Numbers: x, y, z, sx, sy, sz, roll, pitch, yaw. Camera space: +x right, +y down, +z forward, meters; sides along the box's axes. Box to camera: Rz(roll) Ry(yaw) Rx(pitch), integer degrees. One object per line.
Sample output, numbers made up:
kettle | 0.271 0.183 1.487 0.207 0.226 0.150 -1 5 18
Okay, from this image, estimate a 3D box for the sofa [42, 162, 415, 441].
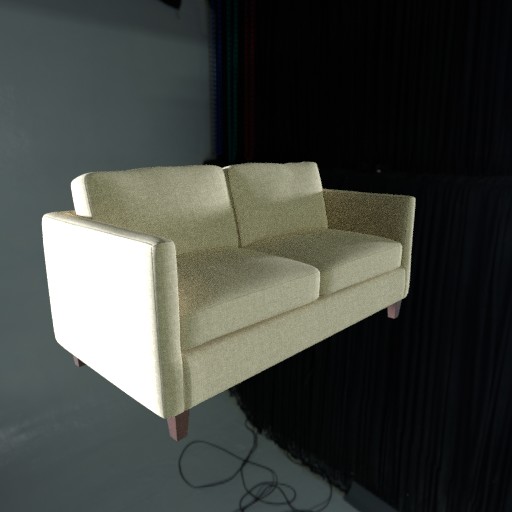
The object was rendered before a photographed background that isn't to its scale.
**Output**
sofa | 0.000 0.000 2.405 0.950 0.963 1.884 13 19 43
